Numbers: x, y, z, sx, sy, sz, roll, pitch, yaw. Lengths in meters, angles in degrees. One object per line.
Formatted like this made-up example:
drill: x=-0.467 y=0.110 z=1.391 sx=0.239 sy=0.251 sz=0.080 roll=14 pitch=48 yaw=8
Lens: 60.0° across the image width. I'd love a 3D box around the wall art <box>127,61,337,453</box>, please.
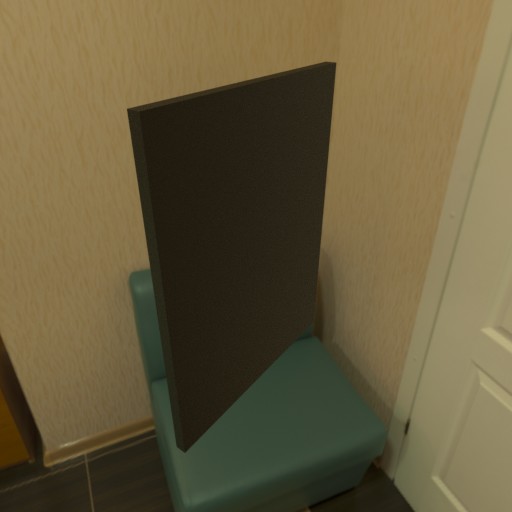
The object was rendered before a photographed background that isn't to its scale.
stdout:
wall art: x=0.000 y=0.000 z=1.420 sx=0.038 sy=1.062 sz=0.806 roll=21 pitch=37 yaw=31
